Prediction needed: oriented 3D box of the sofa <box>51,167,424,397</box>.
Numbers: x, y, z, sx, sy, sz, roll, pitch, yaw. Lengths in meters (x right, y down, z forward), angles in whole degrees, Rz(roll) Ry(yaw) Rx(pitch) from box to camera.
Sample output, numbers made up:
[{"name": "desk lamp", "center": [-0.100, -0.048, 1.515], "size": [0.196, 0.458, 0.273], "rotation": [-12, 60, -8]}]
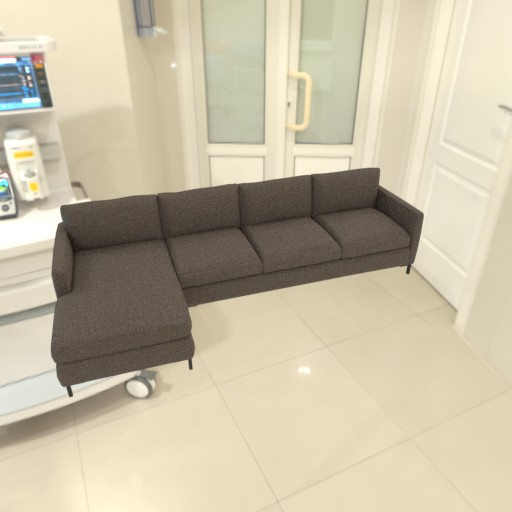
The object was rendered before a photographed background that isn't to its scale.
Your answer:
[{"name": "sofa", "center": [0.000, 0.000, 3.216], "size": [2.731, 0.754, 1.258], "rotation": [-10, 31, -16]}]
